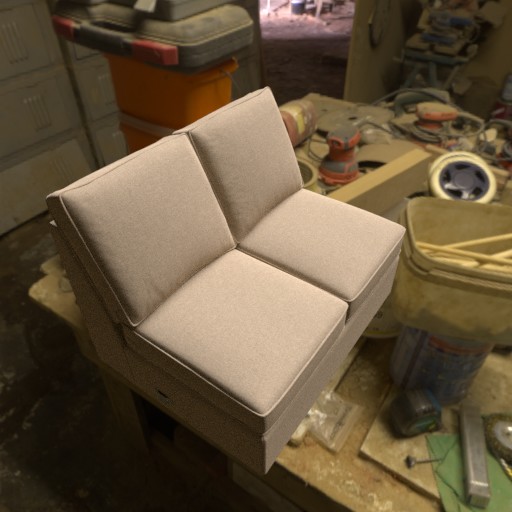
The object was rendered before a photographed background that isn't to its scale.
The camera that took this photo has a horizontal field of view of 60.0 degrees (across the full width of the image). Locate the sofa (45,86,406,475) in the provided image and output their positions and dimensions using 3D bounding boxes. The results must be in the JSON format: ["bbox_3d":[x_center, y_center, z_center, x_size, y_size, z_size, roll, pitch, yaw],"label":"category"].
[{"bbox_3d":[0.000,0.000,1.948,0.951,1.008,1.237,25,46,26],"label":"sofa"}]
